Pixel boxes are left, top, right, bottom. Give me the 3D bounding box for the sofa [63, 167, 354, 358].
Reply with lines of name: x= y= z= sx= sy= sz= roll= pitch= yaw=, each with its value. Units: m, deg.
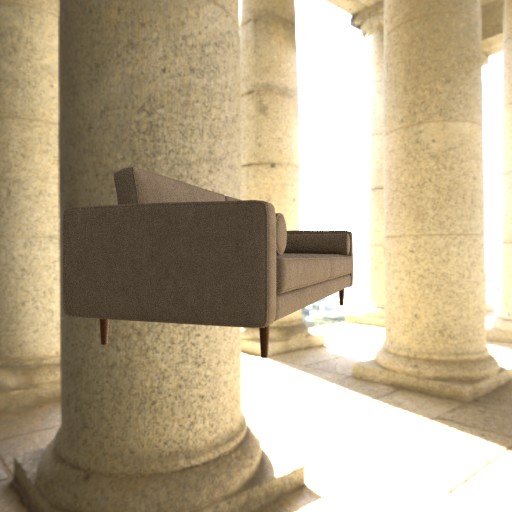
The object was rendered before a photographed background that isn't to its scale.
sofa: x=0.000 y=0.000 z=2.688 sx=0.919 sy=0.770 sz=2.200 roll=0 pitch=0 yaw=20
